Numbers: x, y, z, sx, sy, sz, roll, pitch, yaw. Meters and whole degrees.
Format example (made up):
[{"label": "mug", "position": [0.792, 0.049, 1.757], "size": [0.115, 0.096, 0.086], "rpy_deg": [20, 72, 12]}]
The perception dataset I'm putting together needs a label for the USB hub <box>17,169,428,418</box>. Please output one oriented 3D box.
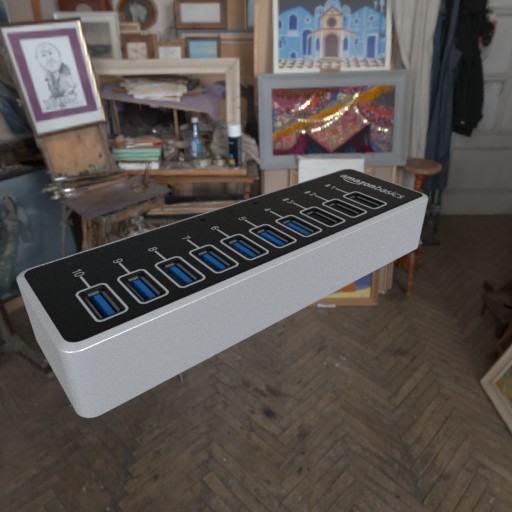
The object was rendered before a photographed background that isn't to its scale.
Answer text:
[{"label": "USB hub", "position": [0.000, 0.000, 0.158], "size": [0.145, 0.023, 0.044], "rpy_deg": [-22, 37, -32]}]
